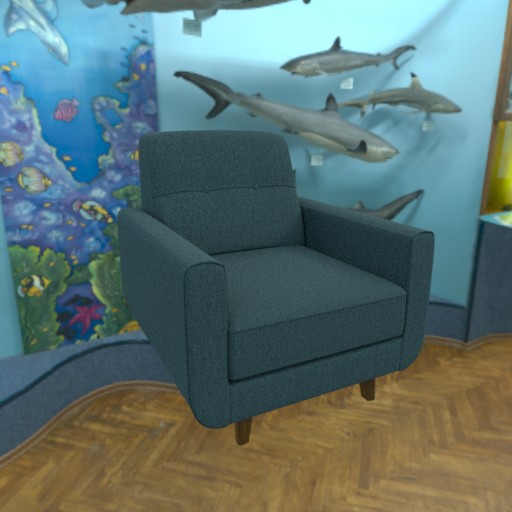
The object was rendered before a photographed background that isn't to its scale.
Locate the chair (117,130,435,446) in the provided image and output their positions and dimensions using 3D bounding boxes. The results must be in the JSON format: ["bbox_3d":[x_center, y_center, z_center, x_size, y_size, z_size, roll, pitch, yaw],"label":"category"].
[{"bbox_3d":[0.000,0.000,1.715,0.880,0.940,0.964,-8,18,-26],"label":"chair"}]
